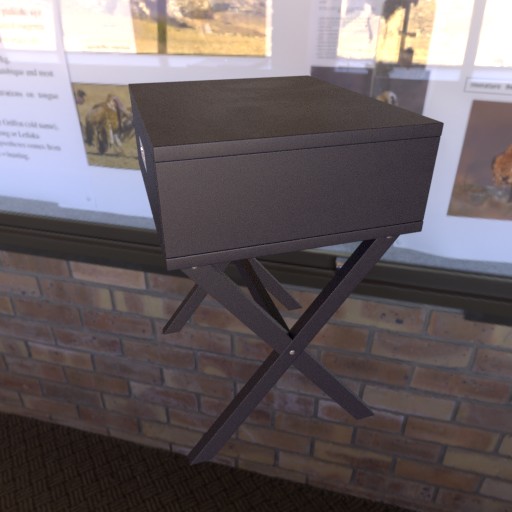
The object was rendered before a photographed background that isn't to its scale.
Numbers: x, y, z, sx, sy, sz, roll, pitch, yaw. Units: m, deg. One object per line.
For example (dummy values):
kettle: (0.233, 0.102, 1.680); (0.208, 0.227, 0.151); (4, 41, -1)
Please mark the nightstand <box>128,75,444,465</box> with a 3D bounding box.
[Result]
nightstand: (0.000, 0.000, 0.920); (0.402, 0.623, 0.479); (-9, 31, -15)
